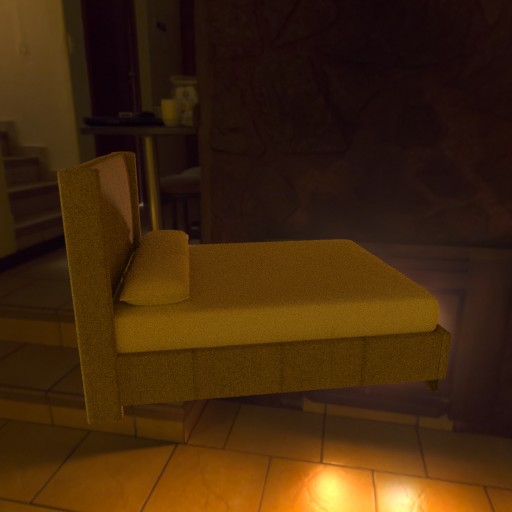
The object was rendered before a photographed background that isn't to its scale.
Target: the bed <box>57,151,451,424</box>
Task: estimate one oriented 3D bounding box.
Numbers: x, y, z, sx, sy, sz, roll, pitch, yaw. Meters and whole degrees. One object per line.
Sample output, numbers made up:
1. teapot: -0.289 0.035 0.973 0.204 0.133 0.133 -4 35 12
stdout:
1. bed: 0.000 0.000 3.348 2.245 1.481 1.714 -2 16 -8
